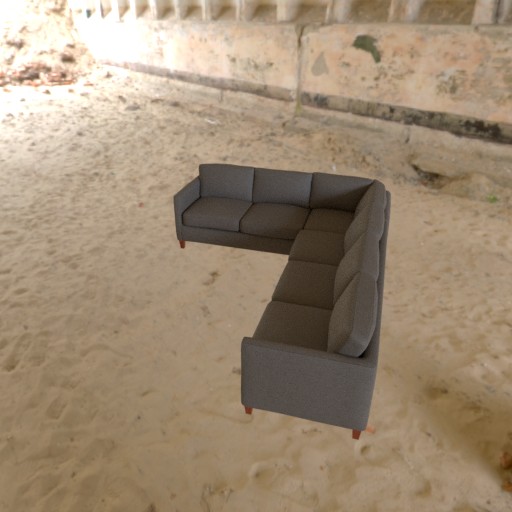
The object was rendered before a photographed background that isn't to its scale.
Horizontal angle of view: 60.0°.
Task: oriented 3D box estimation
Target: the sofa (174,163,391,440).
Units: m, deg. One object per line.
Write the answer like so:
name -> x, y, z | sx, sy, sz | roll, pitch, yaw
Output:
sofa -> 0.000, 0.000, 4.582 | 2.593, 0.947, 3.302 | 8, 30, 14
